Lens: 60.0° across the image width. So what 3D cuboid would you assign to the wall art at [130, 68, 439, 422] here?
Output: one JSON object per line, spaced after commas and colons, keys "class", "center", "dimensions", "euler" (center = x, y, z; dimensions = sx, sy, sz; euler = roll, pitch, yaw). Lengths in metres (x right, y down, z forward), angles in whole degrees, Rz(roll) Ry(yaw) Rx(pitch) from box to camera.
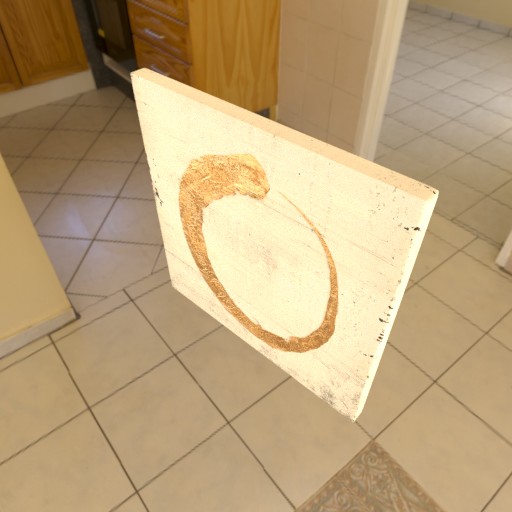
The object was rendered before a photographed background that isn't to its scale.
{"class": "wall art", "center": [0.000, 0.000, 0.922], "dimensions": [0.610, 0.611, 0.040], "euler": [32, 52, 28]}
